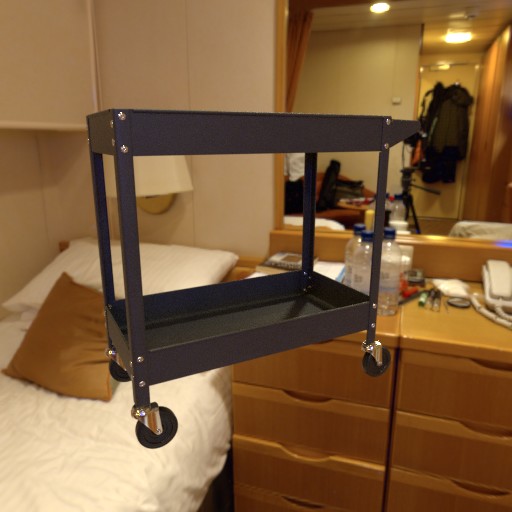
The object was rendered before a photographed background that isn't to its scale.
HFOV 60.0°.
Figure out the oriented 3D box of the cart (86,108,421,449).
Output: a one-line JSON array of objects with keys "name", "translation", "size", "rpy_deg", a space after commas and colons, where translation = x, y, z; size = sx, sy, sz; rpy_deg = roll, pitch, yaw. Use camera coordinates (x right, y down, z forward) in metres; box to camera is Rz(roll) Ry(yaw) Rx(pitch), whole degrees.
[{"name": "cart", "translation": [0.000, 0.000, 1.194], "size": [0.779, 0.719, 0.366], "rpy_deg": [-8, 17, -27]}]
